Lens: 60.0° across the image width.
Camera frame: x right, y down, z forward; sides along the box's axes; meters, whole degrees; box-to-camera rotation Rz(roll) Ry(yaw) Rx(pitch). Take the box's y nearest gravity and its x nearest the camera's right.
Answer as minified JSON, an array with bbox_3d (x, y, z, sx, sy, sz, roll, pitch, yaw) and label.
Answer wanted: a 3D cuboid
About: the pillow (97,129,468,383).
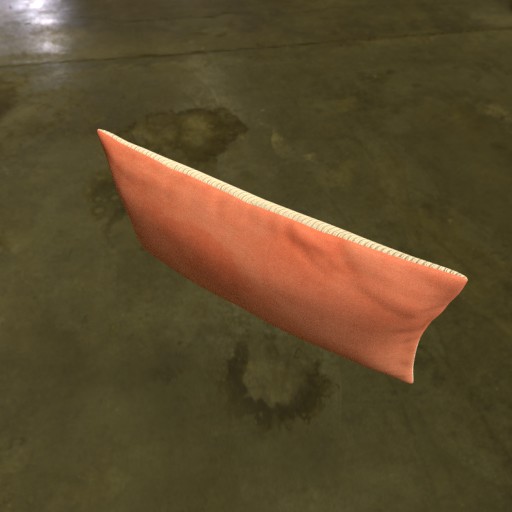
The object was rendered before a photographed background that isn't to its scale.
[{"bbox_3d":[0.000,0.000,0.742,0.608,0.307,0.155,25,50,23],"label":"pillow"}]
